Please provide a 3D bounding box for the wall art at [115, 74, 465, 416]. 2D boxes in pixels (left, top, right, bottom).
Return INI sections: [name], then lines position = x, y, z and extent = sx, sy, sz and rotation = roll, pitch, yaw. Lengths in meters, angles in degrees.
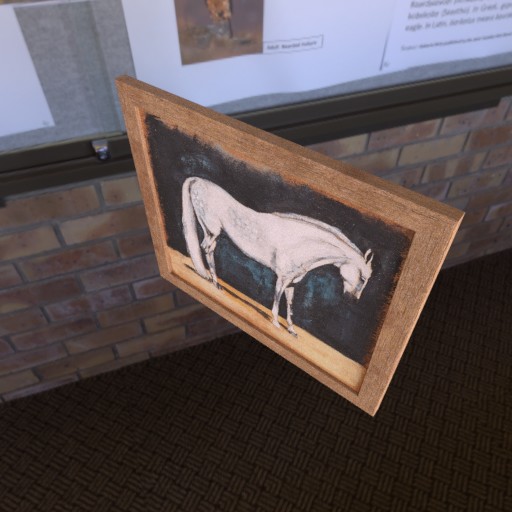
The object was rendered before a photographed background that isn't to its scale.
[wall art]
position = 0.000, 0.000, 0.944
extent = 0.690, 0.588, 0.026
rotation = 29, 53, 25
